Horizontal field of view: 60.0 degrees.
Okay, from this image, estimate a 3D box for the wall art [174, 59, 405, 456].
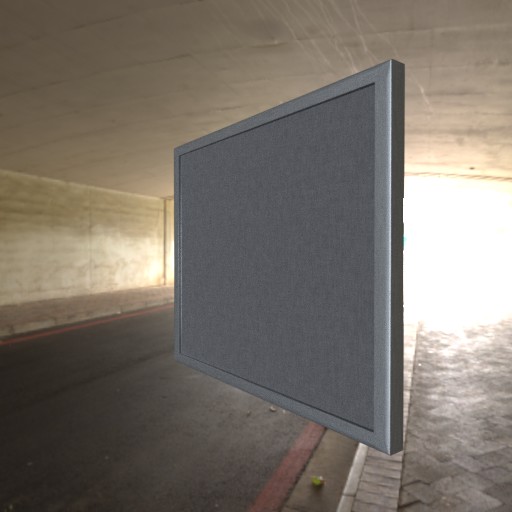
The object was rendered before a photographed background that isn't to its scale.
[{"bbox_3d":[0.000,0.000,0.739,0.028,0.457,0.556,-1,1,-37],"label":"wall art"}]
